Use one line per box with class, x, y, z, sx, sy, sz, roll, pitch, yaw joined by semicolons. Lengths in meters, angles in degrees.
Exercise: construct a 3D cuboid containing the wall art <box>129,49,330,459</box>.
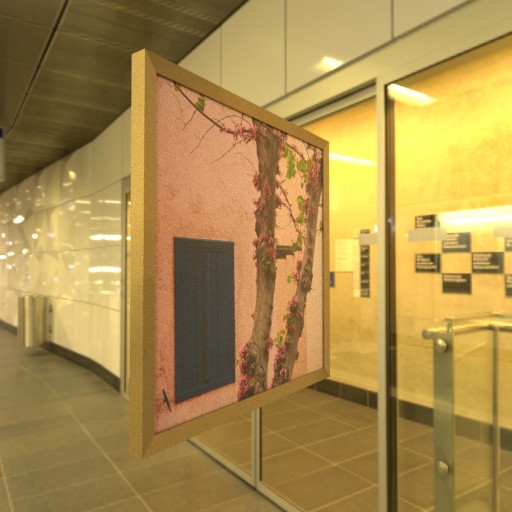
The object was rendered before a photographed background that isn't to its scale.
wall art;0.000;0.000;1.141;0.038;0.762;0.762;-1;-2;36
